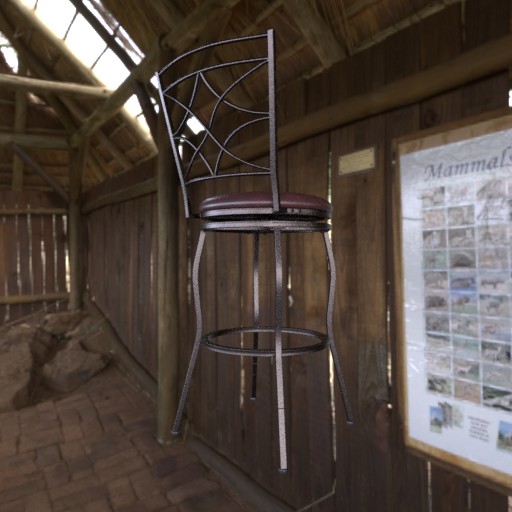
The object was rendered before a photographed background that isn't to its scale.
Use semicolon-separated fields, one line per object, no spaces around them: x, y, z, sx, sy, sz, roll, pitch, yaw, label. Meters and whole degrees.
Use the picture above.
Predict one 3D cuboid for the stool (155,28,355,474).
0.000;0.000;1.389;0.434;1.117;0.534;0;0;37;stool
